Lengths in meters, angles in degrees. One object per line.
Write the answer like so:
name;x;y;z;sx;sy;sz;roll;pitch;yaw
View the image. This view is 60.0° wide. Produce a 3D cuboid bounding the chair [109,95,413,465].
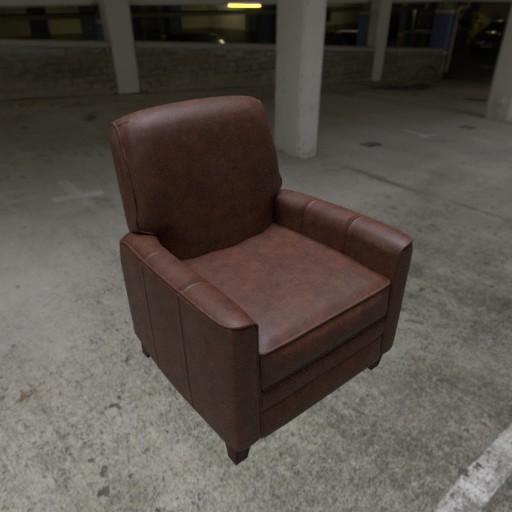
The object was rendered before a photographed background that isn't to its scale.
chair;0.000;0.000;1.658;0.839;1.010;0.850;-22;37;-32
